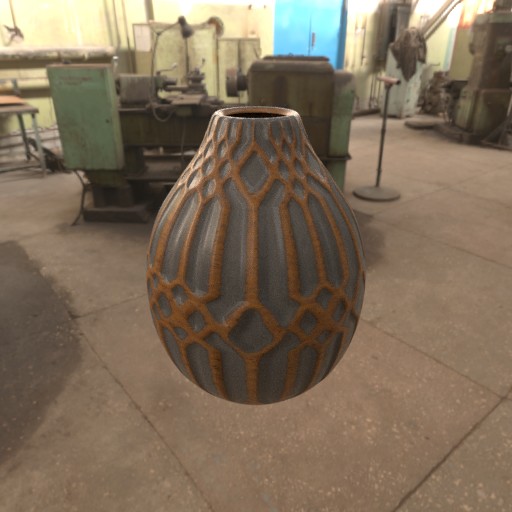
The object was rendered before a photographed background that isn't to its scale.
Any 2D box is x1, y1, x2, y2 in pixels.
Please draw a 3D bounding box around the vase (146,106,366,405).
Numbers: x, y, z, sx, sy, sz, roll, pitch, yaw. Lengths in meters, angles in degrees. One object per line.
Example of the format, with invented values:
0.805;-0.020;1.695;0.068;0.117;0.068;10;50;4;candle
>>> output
0.000;0.000;0.140;0.069;0.088;0.069;0;26;0;vase
